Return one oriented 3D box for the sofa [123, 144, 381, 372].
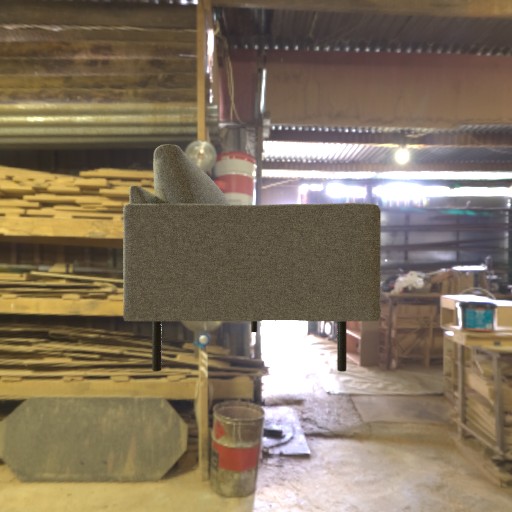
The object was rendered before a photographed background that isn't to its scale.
[{"bbox_3d":[0.000,0.000,2.410,0.850,0.830,2.000,0,0,0],"label":"sofa"}]
